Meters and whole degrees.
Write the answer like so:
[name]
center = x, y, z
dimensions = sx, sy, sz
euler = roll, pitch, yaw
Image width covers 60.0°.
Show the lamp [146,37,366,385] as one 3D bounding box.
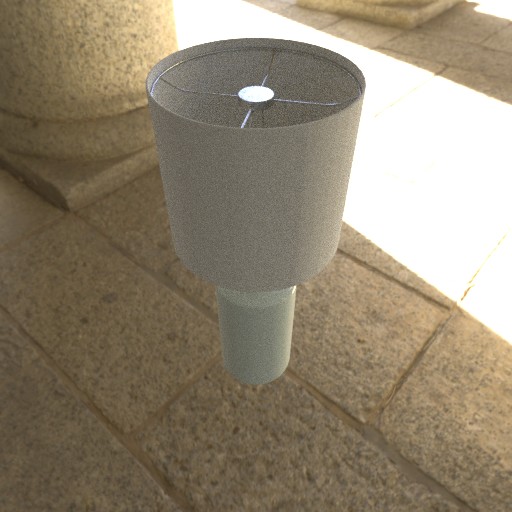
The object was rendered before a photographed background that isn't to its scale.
[lamp]
center = 0.000, 0.000, 0.603
dimensions = 0.212, 0.493, 0.212
euler = 9, 45, 9
